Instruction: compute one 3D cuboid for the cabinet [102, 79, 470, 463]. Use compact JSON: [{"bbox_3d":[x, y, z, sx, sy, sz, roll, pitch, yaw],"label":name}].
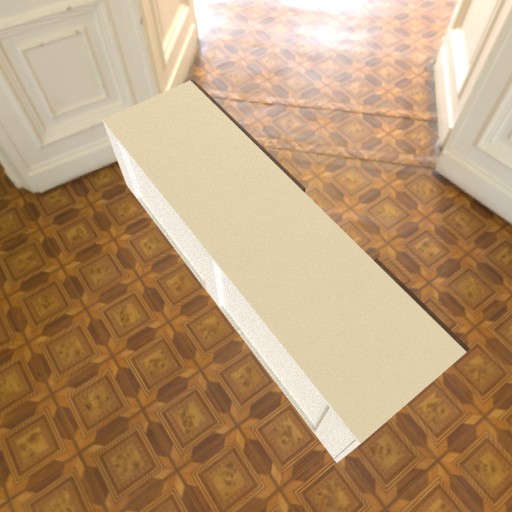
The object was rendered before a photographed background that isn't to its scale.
[{"bbox_3d":[0.000,0.000,1.752,0.431,0.533,1.499,-32,64,-18],"label":"cabinet"}]
